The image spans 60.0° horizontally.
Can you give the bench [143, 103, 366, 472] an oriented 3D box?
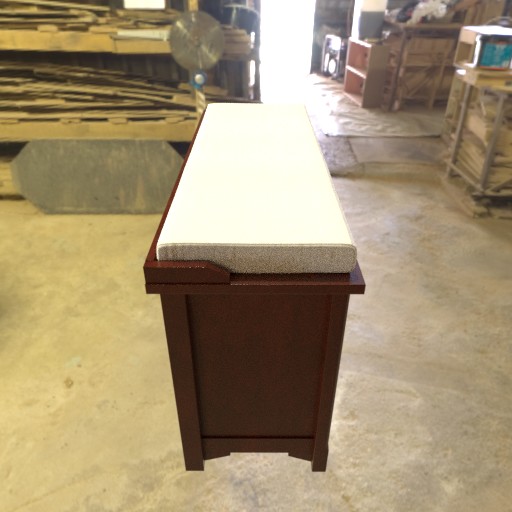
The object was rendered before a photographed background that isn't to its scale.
[{"bbox_3d":[0.000,0.000,1.295,0.369,0.646,0.987,0,33,0],"label":"bench"}]
